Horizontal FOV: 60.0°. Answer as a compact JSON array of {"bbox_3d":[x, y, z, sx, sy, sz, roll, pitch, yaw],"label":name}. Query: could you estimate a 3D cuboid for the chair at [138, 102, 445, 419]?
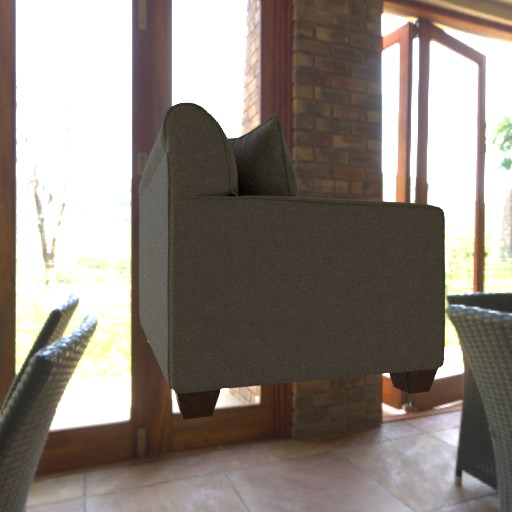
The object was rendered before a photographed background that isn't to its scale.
[{"bbox_3d":[0.000,0.000,2.031,0.992,0.953,1.395,0,0,-18],"label":"chair"}]
